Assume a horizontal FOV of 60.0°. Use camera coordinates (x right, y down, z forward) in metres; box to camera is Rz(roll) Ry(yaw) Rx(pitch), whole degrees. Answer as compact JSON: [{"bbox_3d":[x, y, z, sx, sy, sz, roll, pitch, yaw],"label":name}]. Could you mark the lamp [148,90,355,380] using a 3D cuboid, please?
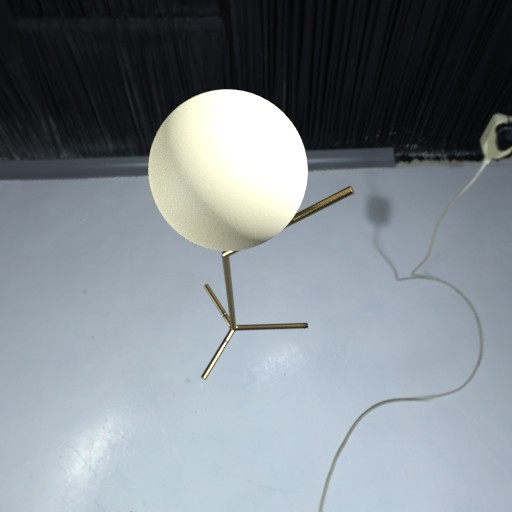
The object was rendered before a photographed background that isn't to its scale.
[{"bbox_3d":[0.000,0.000,0.682,0.251,0.552,0.210,-2,57,-1],"label":"lamp"}]
